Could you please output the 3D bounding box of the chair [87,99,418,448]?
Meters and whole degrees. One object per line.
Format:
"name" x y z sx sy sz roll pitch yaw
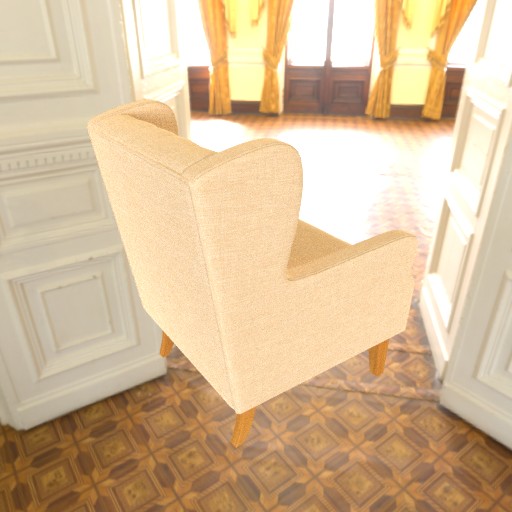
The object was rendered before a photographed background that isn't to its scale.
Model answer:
"chair" 0.000 0.000 1.447 0.760 0.930 0.710 -20 35 -31
